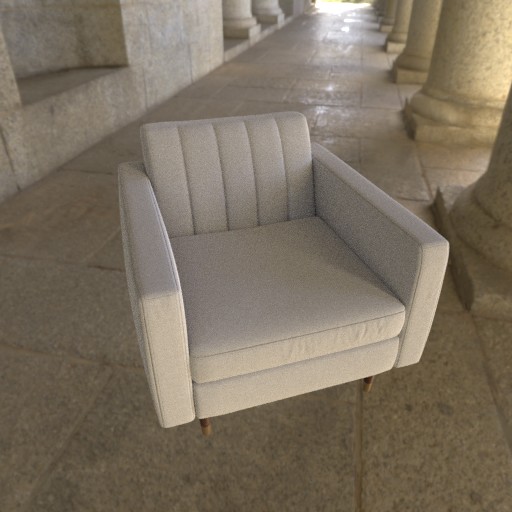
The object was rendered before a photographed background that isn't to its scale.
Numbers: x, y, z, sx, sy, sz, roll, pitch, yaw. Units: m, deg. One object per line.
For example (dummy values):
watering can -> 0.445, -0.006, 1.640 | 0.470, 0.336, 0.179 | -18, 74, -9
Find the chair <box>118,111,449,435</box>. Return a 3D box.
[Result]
chair -> 0.000, 0.000, 1.693 | 0.953, 0.819, 0.998 | -10, 34, -15
